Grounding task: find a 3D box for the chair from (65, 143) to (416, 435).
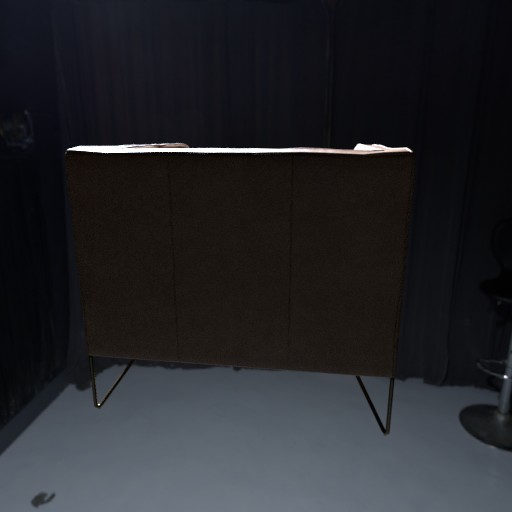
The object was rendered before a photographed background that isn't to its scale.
[{"bbox_3d":[0.000,0.000,1.626,0.920,0.797,0.912,2,16,8],"label":"chair"}]
